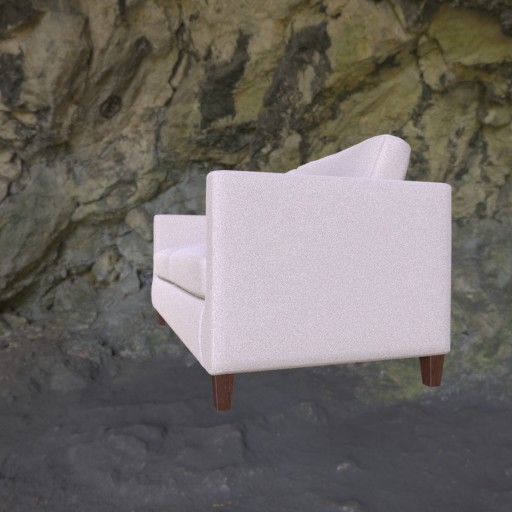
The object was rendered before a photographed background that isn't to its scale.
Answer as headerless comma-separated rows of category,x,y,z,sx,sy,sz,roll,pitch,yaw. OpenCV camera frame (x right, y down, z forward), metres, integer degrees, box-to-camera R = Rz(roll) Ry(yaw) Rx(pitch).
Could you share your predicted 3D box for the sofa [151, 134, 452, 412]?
sofa,0.000,0.000,2.180,0.873,0.888,1.722,0,1,-18
